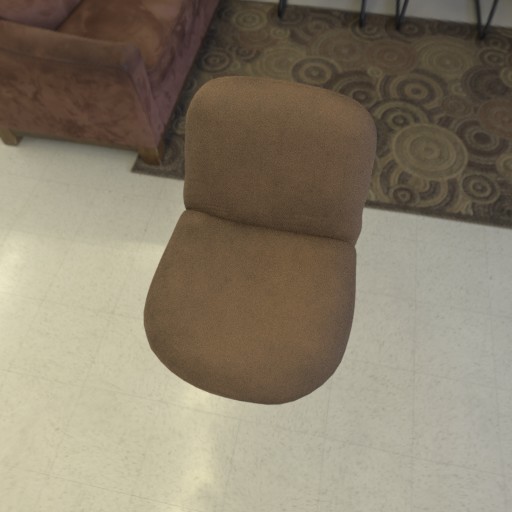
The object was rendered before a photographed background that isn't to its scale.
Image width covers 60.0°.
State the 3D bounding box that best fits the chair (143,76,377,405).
[{"bbox_3d":[0.000,0.000,1.044,0.521,0.594,0.597,12,60,7],"label":"chair"}]
